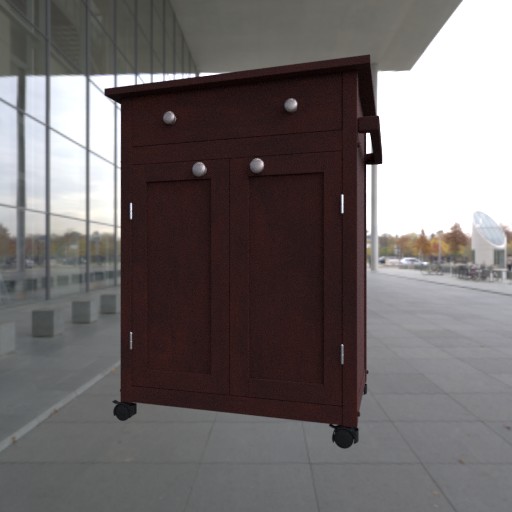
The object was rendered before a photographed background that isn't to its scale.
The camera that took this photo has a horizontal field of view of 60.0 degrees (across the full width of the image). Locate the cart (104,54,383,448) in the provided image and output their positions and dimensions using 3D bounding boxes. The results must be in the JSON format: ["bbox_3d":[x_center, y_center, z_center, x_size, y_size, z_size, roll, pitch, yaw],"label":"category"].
[{"bbox_3d":[0.000,0.000,1.255,0.683,0.864,0.442,0,0,17],"label":"cart"}]
